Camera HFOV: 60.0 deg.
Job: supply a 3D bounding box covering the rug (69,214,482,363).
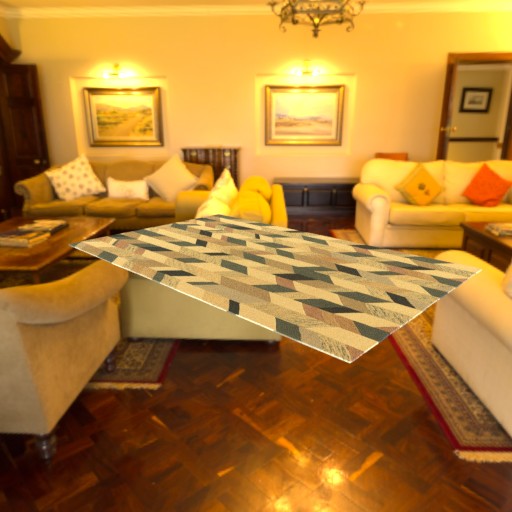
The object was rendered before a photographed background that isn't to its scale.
[{"bbox_3d":[0.000,0.000,3.009,2.423,0.008,1.513,16,23,41],"label":"rug"}]
